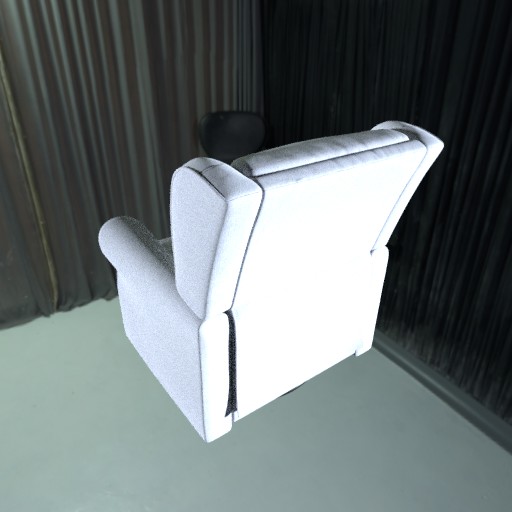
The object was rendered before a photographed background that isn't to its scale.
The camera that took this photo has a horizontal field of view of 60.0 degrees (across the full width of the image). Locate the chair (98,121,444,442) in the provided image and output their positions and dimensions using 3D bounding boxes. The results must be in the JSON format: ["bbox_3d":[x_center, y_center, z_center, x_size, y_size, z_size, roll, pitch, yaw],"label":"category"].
[{"bbox_3d":[0.000,0.000,1.622,0.906,0.967,0.854,-19,34,-31],"label":"chair"}]
